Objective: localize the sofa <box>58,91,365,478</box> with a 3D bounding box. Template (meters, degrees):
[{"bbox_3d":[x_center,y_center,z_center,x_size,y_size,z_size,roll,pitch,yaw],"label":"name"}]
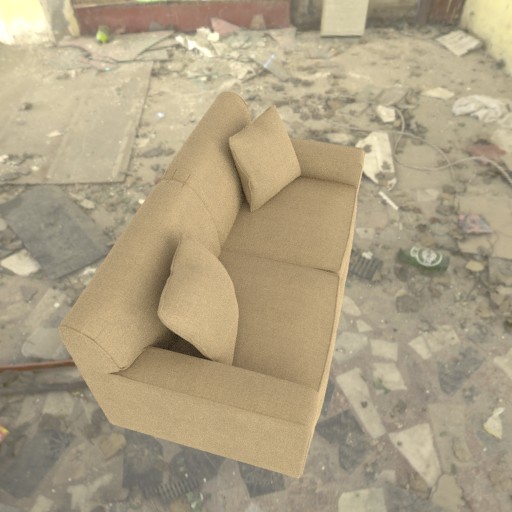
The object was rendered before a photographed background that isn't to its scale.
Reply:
[{"bbox_3d":[0.000,0.000,2.382,0.998,0.958,1.846,11,48,10],"label":"sofa"}]
